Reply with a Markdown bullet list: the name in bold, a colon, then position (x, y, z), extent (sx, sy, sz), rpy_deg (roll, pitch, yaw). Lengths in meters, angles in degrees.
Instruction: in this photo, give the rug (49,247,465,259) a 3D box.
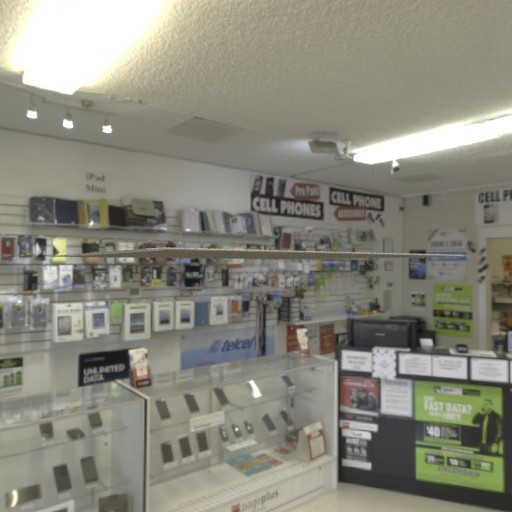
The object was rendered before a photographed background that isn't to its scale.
- **rug**: position (0.000, 0.000, 3.862), extent (2.910, 0.013, 2.256), rpy_deg (1, -1, -36)
